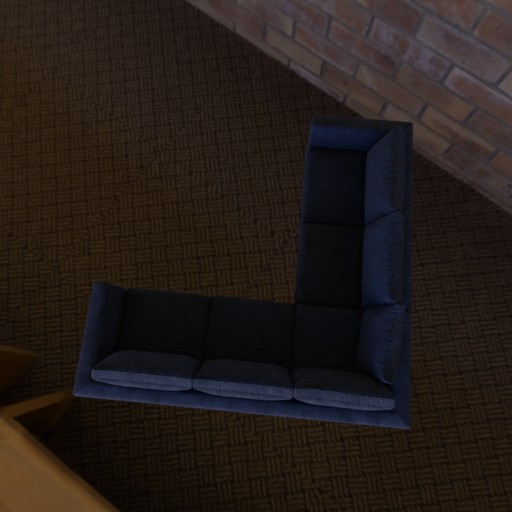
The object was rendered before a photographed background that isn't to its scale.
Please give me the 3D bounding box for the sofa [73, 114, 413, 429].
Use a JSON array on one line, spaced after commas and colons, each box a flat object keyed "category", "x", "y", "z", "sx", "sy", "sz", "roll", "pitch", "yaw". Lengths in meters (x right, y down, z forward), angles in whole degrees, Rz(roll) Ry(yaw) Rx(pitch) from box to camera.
[{"category": "sofa", "x": 0.000, "y": 0.000, "z": 3.745, "sx": 2.463, "sy": 0.988, "sz": 2.472, "roll": 5, "pitch": 76, "yaw": 1}]
